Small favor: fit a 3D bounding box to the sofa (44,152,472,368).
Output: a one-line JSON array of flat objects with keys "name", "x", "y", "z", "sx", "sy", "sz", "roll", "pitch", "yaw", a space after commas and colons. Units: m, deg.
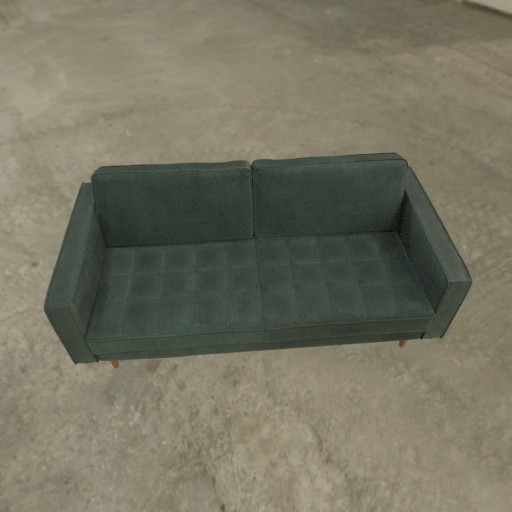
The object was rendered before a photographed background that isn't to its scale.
[{"name": "sofa", "x": 0.000, "y": 0.000, "z": 2.251, "sx": 1.816, "sy": 0.781, "sz": 0.886, "roll": -3, "pitch": 46, "yaw": -3}]
